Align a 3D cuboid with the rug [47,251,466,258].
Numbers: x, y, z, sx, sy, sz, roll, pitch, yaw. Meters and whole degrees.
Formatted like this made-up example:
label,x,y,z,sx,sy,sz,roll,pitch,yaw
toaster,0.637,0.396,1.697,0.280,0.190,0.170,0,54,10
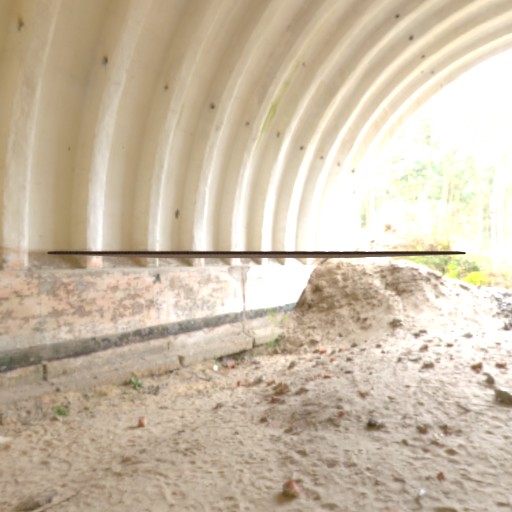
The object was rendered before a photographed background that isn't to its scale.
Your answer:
label,x,y,z,sx,sy,sz,roll,pitch,yaw
rug,0.000,0.000,4.052,2.411,0.020,3.032,0,-1,0
